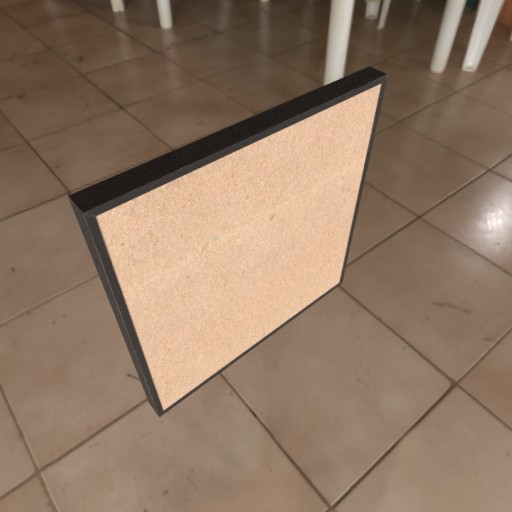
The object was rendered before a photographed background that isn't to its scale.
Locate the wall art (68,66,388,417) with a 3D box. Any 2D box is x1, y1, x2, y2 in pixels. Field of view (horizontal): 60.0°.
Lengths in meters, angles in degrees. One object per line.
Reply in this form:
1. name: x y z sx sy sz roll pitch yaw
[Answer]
1. wall art: 0.000 0.000 0.772 0.508 0.508 0.038 -32 54 -26
